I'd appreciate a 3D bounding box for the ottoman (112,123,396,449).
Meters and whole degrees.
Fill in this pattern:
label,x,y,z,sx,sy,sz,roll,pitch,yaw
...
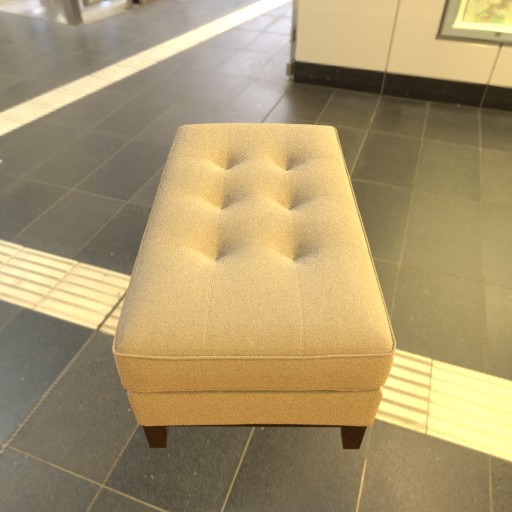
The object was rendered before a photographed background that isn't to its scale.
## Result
label,x,y,z,sx,sy,sz,roll,pitch,yaw
ottoman,0.000,0.000,1.500,0.648,0.508,1.143,0,42,0
